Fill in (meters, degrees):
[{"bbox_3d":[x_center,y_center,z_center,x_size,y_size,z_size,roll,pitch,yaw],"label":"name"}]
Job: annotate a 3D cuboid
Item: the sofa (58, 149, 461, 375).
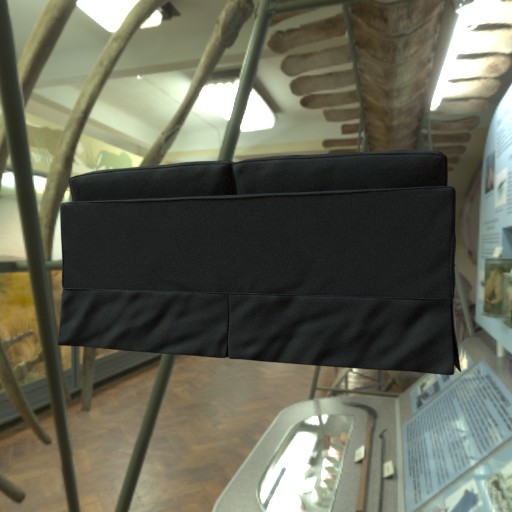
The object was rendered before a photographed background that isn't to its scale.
[{"bbox_3d":[0.000,0.000,2.799,2.256,1.094,0.983,0,0,17],"label":"sofa"}]
